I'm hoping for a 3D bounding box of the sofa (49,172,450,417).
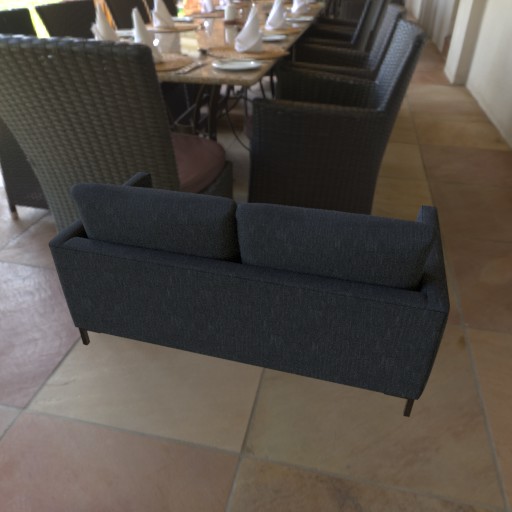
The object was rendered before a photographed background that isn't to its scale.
[{"bbox_3d":[0.000,0.000,2.220,1.716,0.862,0.866,9,34,13],"label":"sofa"}]
